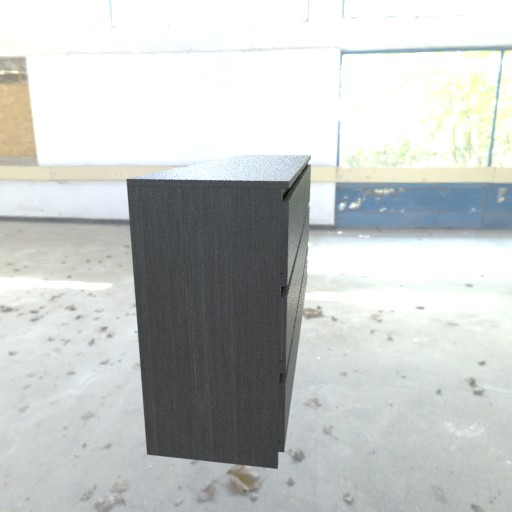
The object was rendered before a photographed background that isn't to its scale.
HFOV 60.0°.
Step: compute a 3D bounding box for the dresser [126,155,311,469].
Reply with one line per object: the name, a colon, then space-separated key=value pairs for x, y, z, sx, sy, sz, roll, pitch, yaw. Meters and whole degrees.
dresser: x=0.000 y=0.000 z=1.919 sx=0.400 sy=0.795 sz=1.590 roll=2 pitch=15 yaw=8
